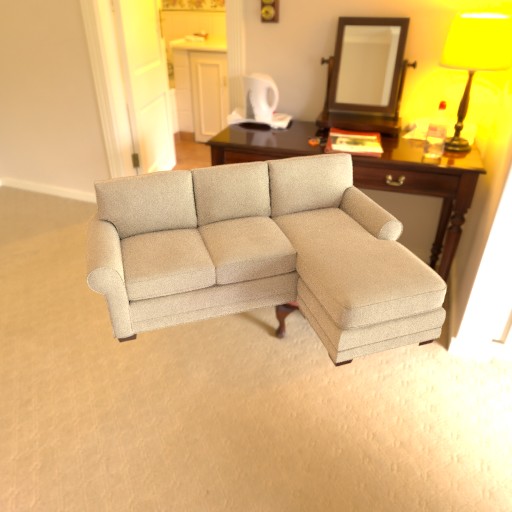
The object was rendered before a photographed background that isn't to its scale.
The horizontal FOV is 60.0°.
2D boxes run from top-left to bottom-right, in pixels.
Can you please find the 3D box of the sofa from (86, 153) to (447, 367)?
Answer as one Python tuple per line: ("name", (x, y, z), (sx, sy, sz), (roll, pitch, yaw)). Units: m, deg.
("sofa", (0.000, 0.000, 2.461), (1.770, 0.734, 1.226), (-10, 33, -15))
